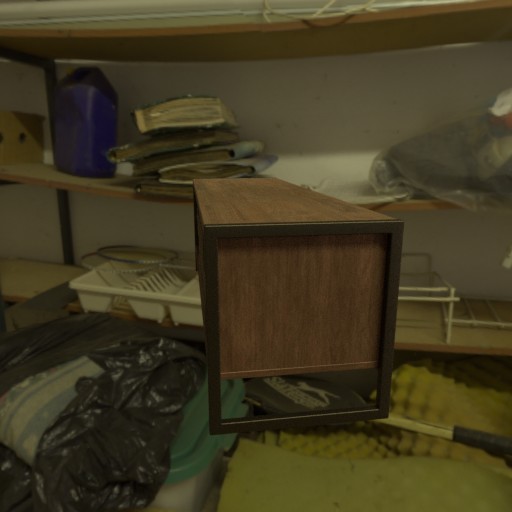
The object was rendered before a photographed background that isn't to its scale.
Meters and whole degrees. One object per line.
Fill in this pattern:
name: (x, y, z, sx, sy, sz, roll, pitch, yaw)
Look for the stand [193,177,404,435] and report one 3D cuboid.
stand: (0.000, 0.000, 1.738, 0.454, 0.506, 1.480, -2, 14, -9)
